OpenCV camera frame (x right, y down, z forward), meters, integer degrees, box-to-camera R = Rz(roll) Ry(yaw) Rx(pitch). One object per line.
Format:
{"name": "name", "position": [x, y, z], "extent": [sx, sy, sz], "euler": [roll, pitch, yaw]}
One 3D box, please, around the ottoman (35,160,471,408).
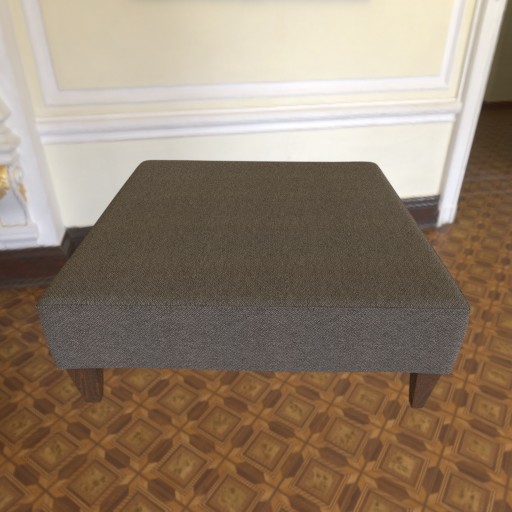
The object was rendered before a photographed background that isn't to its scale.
{"name": "ottoman", "position": [0.000, 0.000, 1.456], "extent": [0.970, 0.378, 0.981], "euler": [1, 31, 1]}
